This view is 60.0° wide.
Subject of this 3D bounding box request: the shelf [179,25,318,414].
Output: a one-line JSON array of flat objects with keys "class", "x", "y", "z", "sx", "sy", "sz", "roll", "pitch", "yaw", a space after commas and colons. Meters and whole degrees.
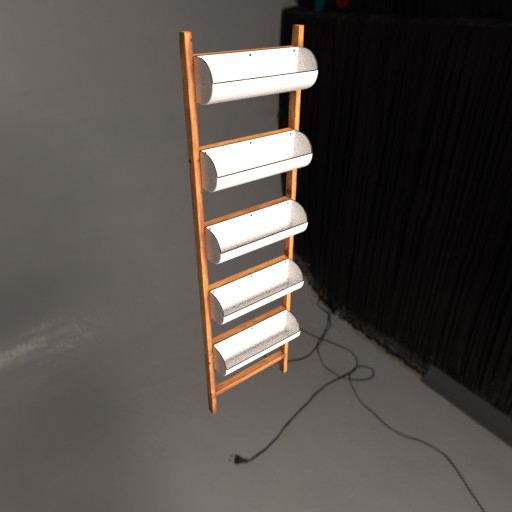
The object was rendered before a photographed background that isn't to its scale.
[{"class": "shelf", "x": 0.000, "y": 0.000, "z": 1.752, "sx": 0.454, "sy": 1.600, "sz": 0.141, "roll": -21, "pitch": 37, "yaw": -31}]
